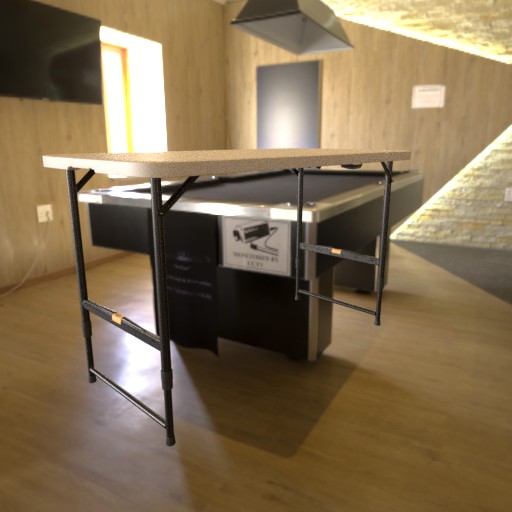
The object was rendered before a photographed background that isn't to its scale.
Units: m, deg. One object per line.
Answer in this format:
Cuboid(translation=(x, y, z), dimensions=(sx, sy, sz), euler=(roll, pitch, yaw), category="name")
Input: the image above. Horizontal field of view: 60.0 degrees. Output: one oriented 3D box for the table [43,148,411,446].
Cuboid(translation=(0.000, 0.000, 1.615), dimensions=(0.611, 0.737, 1.245), euler=(14, 20, 42), category="table")
